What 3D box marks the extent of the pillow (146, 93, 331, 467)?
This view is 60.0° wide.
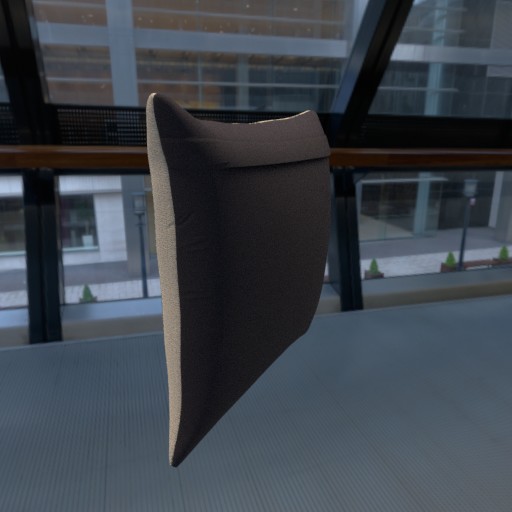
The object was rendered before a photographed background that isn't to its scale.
[{"bbox_3d":[0.000,0.000,0.624,0.173,0.406,0.405,8,18,27],"label":"pillow"}]
